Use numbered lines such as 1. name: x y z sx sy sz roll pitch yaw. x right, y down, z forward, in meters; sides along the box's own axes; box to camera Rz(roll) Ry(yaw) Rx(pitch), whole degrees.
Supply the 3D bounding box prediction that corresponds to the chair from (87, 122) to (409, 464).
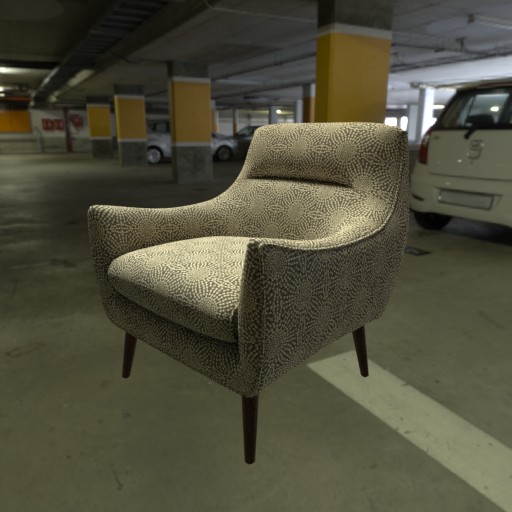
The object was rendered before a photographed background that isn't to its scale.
1. chair: 0.000 0.000 1.442 0.762 0.838 0.787 14 21 41
